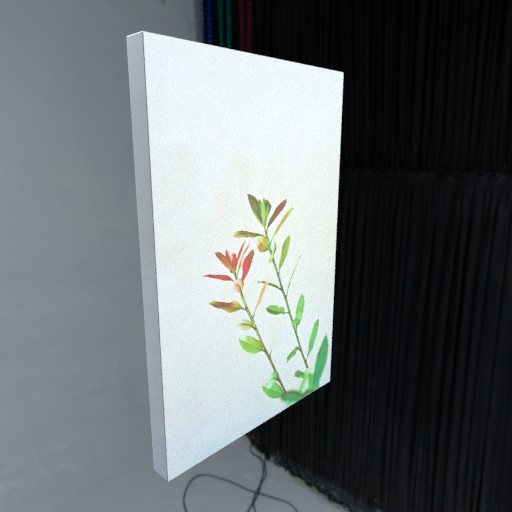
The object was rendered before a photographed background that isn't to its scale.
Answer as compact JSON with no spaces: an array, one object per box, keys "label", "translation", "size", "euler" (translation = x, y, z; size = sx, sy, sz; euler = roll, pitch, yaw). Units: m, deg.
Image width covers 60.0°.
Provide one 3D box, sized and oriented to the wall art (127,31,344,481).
[{"label":"wall art","translation":[0.000,0.000,0.736],"size":[0.038,0.611,0.408],"euler":[13,19,43]}]
